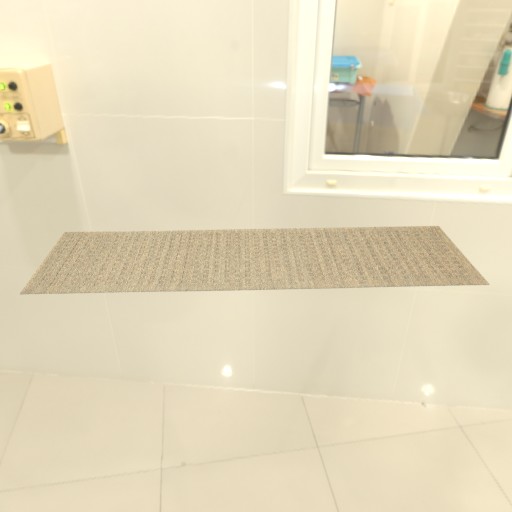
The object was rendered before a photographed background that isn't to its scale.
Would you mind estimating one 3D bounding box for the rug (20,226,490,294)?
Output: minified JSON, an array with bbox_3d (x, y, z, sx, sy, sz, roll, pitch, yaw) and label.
[{"bbox_3d":[0.000,0.000,2.589,2.437,0.005,0.688,-1,31,-2],"label":"rug"}]
